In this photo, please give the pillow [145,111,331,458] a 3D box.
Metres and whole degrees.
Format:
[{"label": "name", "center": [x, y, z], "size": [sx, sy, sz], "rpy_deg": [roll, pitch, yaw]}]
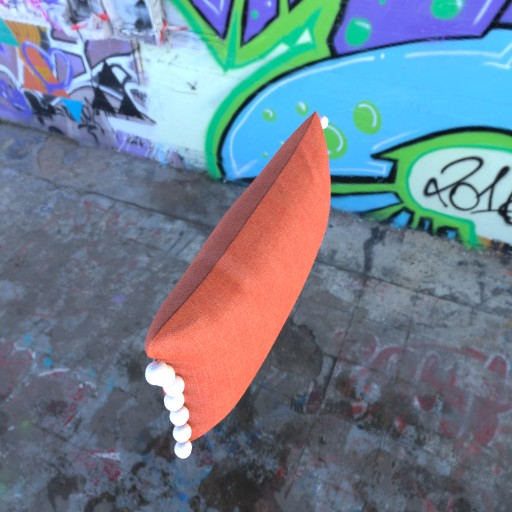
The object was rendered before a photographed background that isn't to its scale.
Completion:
[{"label": "pillow", "center": [0.000, 0.000, 0.850], "size": [0.201, 0.322, 0.709], "rpy_deg": [17, 48, 16]}]
